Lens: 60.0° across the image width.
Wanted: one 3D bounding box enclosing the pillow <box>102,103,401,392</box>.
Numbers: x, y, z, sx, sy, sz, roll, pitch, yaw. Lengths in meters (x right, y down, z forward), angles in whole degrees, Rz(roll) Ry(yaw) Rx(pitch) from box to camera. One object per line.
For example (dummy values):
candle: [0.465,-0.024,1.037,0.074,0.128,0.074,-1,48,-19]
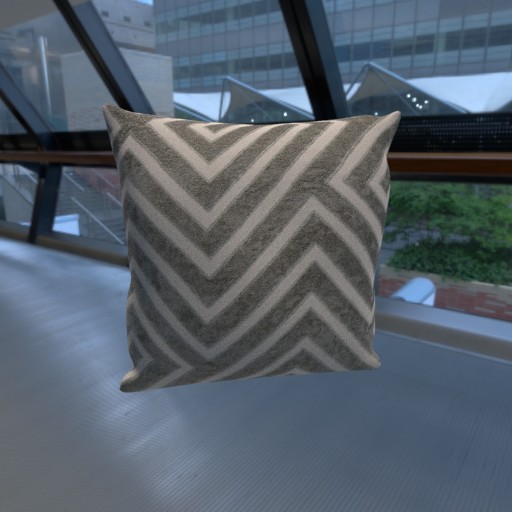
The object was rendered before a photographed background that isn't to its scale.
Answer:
pillow: [0.000,0.000,0.681,0.440,0.441,0.182,-2,15,-8]
